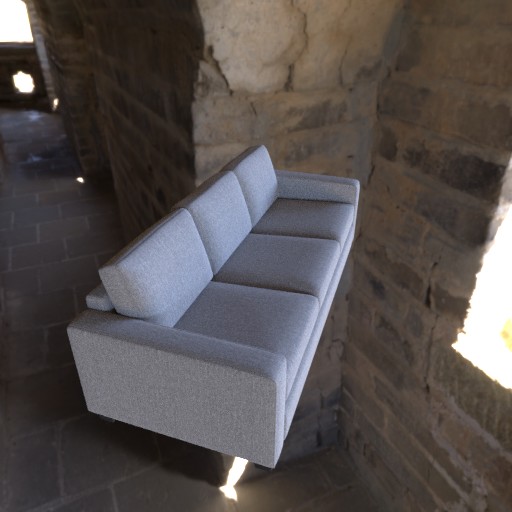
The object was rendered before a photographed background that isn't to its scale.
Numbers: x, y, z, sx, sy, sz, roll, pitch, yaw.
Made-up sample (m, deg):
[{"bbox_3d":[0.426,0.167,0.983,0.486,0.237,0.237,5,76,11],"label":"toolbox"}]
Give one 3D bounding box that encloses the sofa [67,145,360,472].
[{"bbox_3d":[0.000,0.000,2.580,0.900,0.800,2.120,10,31,17],"label":"sofa"}]
